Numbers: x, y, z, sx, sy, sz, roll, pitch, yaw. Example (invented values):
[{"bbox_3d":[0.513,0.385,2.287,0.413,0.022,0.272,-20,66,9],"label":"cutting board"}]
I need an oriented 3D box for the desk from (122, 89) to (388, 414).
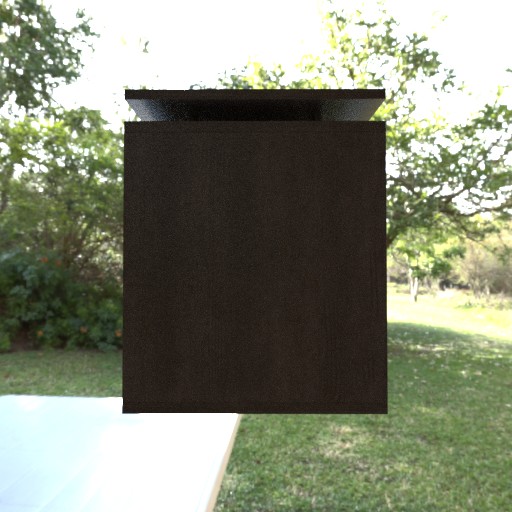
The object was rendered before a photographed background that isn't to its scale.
[{"bbox_3d":[0.000,0.000,1.607,0.600,0.740,1.200,0,-1,0],"label":"desk"}]
